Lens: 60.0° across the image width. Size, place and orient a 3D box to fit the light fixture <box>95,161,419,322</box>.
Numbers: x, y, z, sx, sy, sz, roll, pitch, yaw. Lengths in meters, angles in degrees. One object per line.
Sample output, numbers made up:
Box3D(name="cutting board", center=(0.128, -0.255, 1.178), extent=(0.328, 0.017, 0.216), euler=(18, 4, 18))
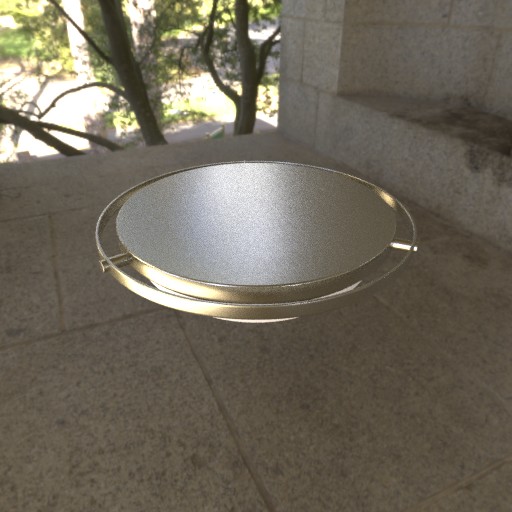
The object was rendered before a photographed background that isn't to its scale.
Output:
Box3D(name="light fixture", center=(0.000, 0.000, 0.552), extent=(0.361, 0.130, 0.361), euler=(0, 31, 0))
